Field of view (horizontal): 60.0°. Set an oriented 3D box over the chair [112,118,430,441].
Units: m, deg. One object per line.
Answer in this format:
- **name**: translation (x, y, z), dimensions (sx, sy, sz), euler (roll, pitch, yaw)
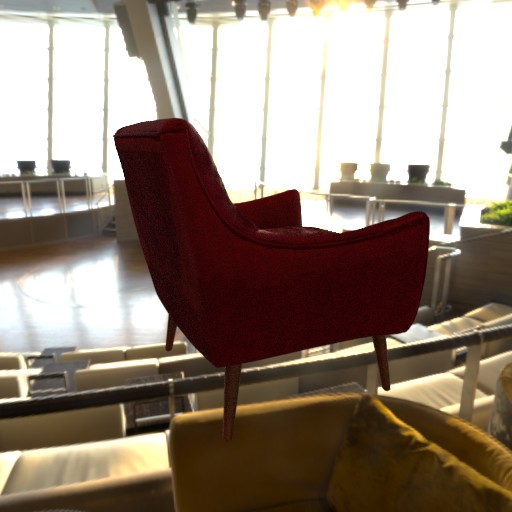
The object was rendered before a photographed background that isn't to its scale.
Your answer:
- **chair**: translation (0.000, 0.000, 1.455), dimensions (0.787, 0.838, 0.762), euler (-7, 16, -25)
